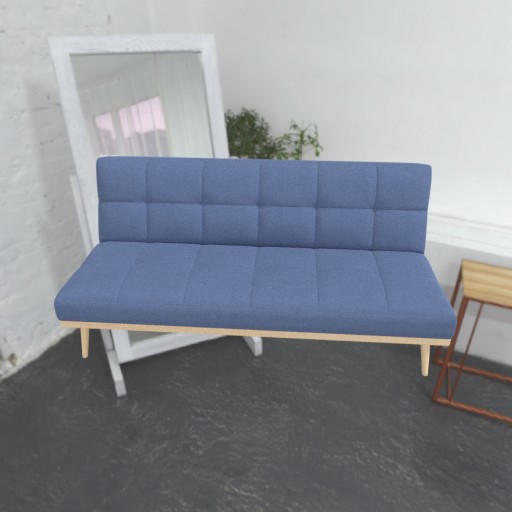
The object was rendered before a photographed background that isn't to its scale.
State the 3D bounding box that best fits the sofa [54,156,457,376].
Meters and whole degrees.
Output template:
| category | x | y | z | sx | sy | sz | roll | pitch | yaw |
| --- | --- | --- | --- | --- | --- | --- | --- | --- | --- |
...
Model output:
| category | x | y | z | sx | sy | sz | roll | pitch | yaw |
| --- | --- | --- | --- | --- | --- | --- | --- | --- | --- |
| sofa | 0.000 | 0.000 | 2.251 | 1.800 | 0.800 | 0.796 | 2 | 30 | 4 |
